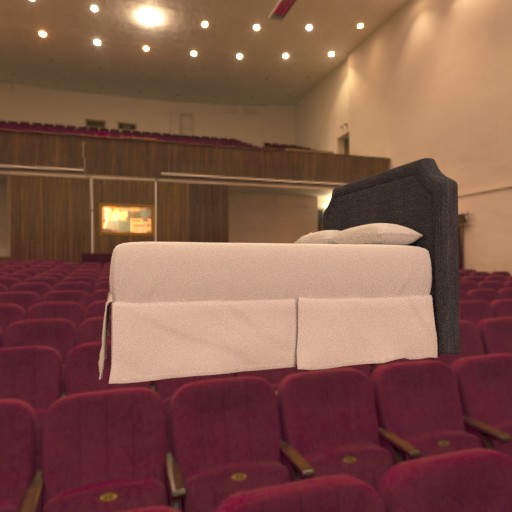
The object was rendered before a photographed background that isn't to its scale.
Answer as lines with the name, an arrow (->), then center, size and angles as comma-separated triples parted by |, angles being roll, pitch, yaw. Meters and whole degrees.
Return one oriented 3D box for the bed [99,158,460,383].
bed -> 0.000, 0.000, 3.209 | 2.116, 1.290, 1.693 | 0, -1, -18
